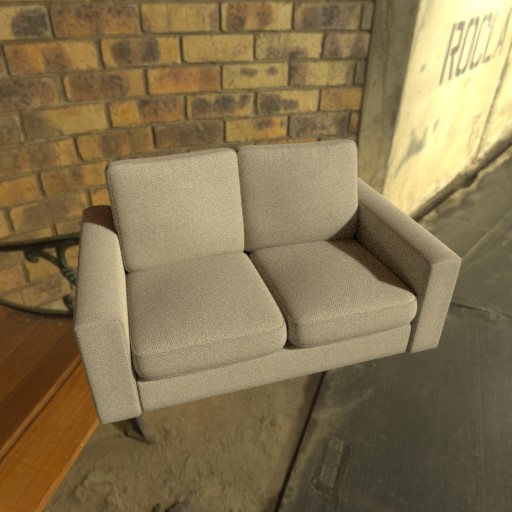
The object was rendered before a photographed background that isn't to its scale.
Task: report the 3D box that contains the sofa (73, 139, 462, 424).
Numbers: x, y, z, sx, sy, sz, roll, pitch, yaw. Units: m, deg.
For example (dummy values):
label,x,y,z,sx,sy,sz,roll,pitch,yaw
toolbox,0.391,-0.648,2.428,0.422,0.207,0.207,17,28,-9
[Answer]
label,x,y,z,sx,sy,sz,roll,pitch,yaw
sofa,0.000,0.000,2.175,1.616,0.873,1.016,-9,33,-14
